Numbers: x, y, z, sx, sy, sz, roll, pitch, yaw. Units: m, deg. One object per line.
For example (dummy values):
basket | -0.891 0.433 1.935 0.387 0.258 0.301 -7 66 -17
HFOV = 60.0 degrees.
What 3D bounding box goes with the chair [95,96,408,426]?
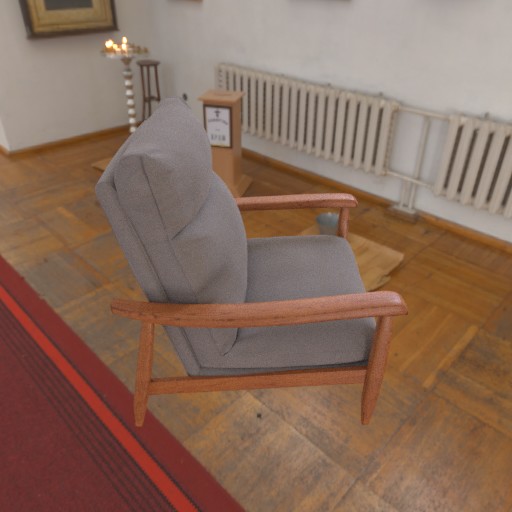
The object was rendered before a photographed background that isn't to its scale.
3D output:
chair | 0.000 0.000 1.514 0.816 0.922 0.782 0 32 0
